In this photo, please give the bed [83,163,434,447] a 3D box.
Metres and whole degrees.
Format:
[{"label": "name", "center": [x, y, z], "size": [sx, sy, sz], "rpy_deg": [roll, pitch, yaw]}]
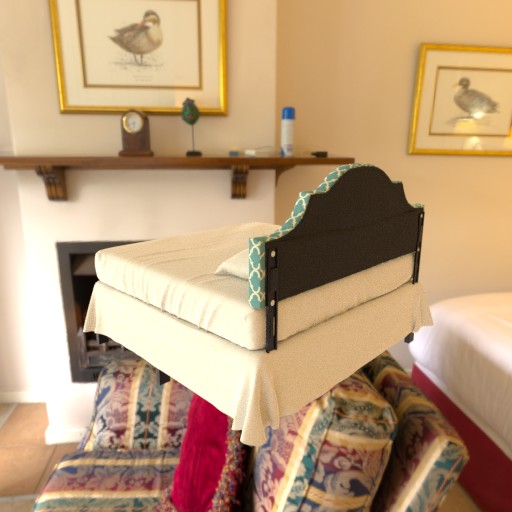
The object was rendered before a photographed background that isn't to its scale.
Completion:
[{"label": "bed", "center": [0.000, 0.000, 3.760], "size": [2.314, 1.601, 2.222], "rpy_deg": [-14, 20, -43]}]
